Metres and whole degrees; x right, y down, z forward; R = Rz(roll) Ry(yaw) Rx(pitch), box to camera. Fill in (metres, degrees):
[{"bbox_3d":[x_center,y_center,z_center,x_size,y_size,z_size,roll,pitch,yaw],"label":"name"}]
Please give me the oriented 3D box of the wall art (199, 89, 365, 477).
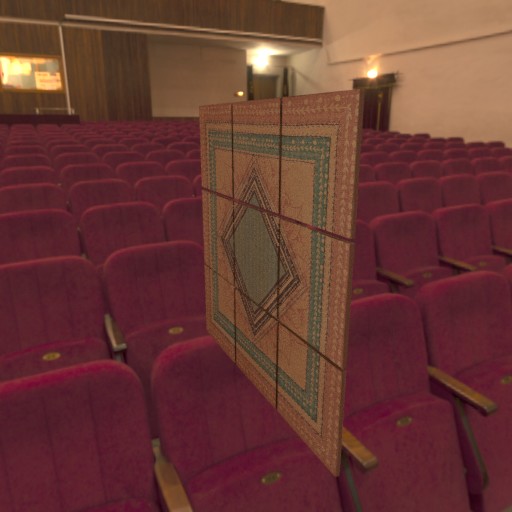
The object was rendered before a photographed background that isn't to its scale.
[{"bbox_3d":[0.000,0.000,1.377,0.013,0.914,0.915,-8,18,-25],"label":"wall art"}]
